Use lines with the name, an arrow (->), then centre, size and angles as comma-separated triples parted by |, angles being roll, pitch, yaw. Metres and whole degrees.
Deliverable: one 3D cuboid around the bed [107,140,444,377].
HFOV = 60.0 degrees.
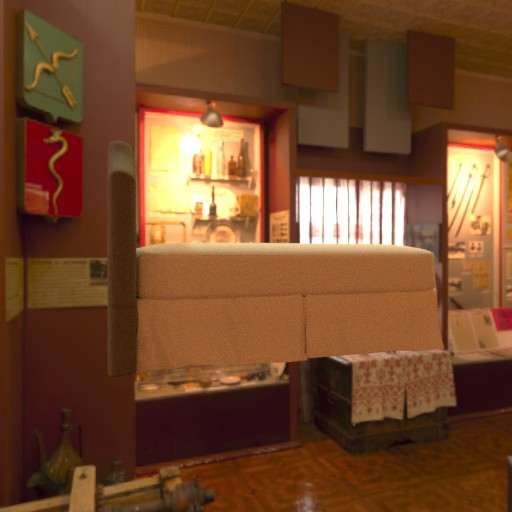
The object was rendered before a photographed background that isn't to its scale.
bed -> 0.000, 0.000, 3.436 | 2.181, 1.297, 1.831 | 0, 0, -19
